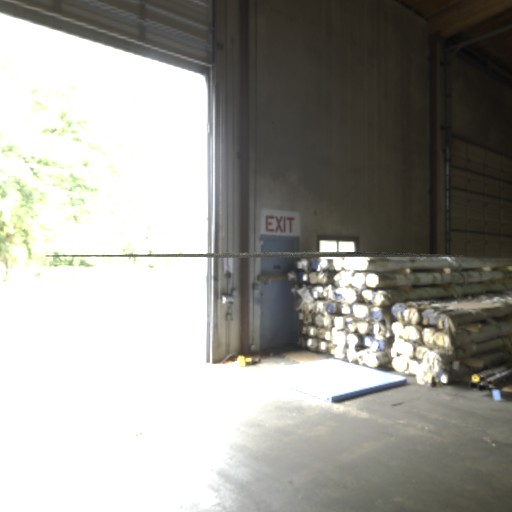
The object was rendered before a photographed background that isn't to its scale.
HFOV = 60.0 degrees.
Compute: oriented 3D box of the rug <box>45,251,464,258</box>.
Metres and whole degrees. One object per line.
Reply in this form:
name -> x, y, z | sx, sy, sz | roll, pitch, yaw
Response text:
rug -> 0.000, 0.000, 4.131 | 3.056, 0.013, 2.441 | 0, -1, 38
